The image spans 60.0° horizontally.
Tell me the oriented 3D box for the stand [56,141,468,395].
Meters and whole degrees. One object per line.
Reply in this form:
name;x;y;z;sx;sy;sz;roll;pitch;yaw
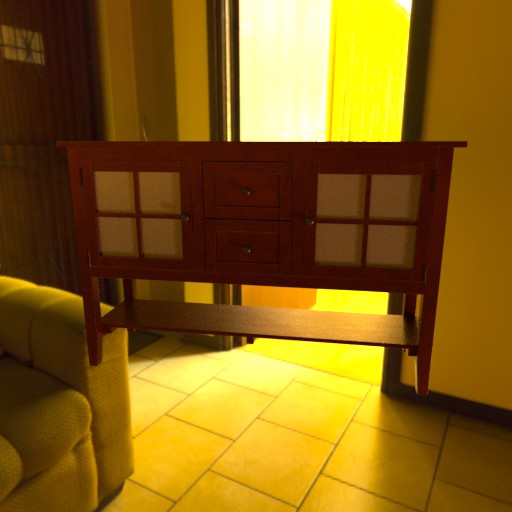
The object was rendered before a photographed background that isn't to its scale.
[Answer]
stand;0.000;0.000;1.739;1.362;0.872;0.410;2;15;9
